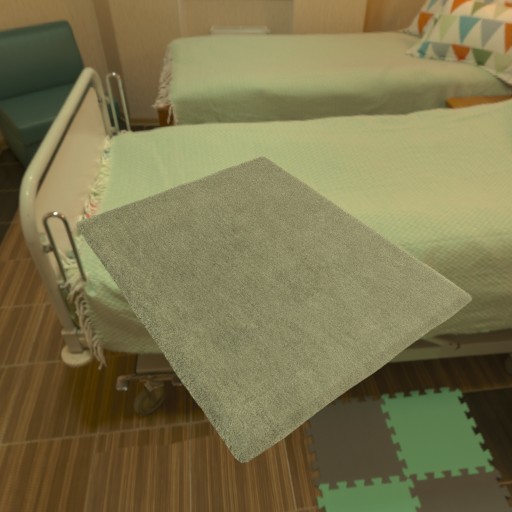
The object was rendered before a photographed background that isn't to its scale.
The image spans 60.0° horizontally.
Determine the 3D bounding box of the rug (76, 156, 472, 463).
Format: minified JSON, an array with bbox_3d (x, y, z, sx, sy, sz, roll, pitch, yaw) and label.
[{"bbox_3d":[0.000,0.000,3.991,2.332,0.027,2.933,-26,47,-26],"label":"rug"}]
